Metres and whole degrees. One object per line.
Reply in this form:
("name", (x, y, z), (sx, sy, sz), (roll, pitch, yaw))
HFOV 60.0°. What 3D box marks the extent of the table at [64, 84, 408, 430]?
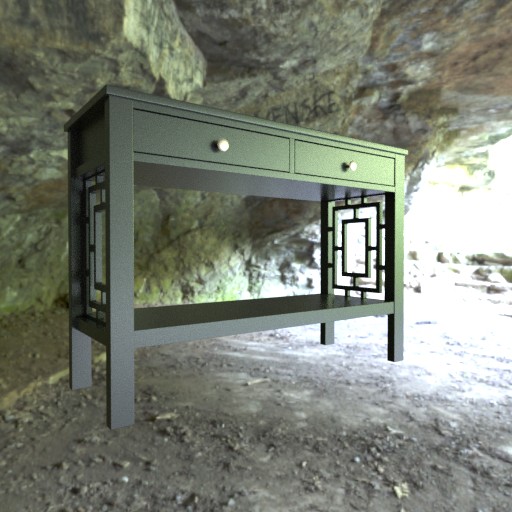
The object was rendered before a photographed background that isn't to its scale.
("table", (0.000, 0.000, 1.423), (1.068, 0.753, 0.397), (-1, 1, -36))
